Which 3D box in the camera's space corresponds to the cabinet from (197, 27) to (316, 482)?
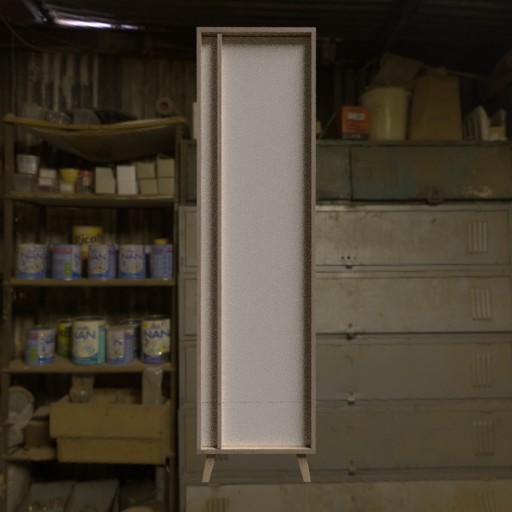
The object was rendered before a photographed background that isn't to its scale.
[{"bbox_3d":[0.000,0.000,2.127,0.510,1.960,0.450,0,0,0],"label":"cabinet"}]
